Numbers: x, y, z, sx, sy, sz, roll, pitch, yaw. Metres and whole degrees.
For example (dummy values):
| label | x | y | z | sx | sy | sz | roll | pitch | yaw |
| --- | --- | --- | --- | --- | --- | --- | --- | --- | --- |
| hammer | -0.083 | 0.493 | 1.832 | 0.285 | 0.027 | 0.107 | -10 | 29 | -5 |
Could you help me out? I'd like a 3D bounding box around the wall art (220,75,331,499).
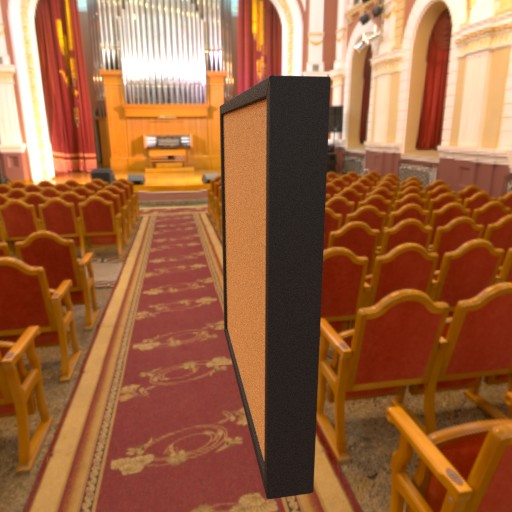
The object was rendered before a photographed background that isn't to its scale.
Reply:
| label | x | y | z | sx | sy | sz | roll | pitch | yaw |
| --- | --- | --- | --- | --- | --- | --- | --- | --- | --- |
| wall art | 0.000 | 0.000 | 0.448 | 0.037 | 0.305 | 0.305 | -3 | 16 | -10 |
